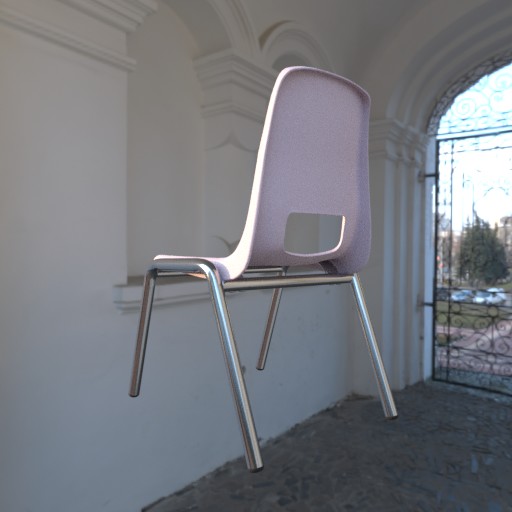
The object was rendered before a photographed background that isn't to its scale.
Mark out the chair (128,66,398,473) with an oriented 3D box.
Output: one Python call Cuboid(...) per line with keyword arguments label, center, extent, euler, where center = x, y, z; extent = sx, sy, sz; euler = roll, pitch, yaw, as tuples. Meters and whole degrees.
Cuboid(label="chair", center=(0.000, 0.000, 0.856), extent=(0.354, 0.586, 0.423), euler=(-1, 1, -37))
